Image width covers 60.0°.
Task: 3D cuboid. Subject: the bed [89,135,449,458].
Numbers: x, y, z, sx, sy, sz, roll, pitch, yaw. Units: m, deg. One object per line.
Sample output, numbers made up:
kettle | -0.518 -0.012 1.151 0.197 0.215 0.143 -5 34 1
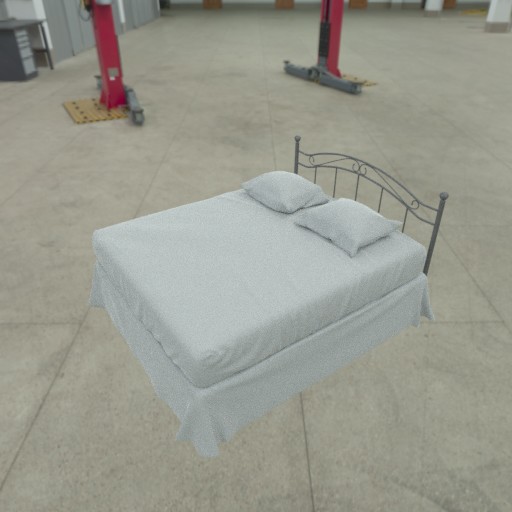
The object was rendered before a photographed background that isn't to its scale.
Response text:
bed | 0.000 0.000 3.385 2.215 1.080 1.936 -21 38 -29
